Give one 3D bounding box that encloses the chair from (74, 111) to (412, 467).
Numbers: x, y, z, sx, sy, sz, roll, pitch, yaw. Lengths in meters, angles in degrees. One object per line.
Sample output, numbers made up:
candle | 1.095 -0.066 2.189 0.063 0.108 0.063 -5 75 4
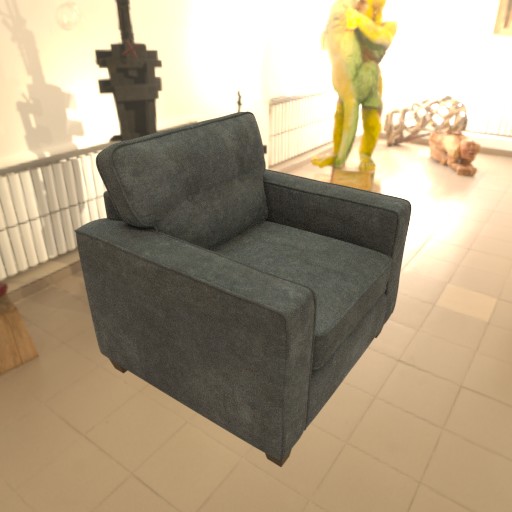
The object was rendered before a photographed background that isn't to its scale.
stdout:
chair | 0.000 0.000 1.792 0.939 0.965 1.015 19 33 31
